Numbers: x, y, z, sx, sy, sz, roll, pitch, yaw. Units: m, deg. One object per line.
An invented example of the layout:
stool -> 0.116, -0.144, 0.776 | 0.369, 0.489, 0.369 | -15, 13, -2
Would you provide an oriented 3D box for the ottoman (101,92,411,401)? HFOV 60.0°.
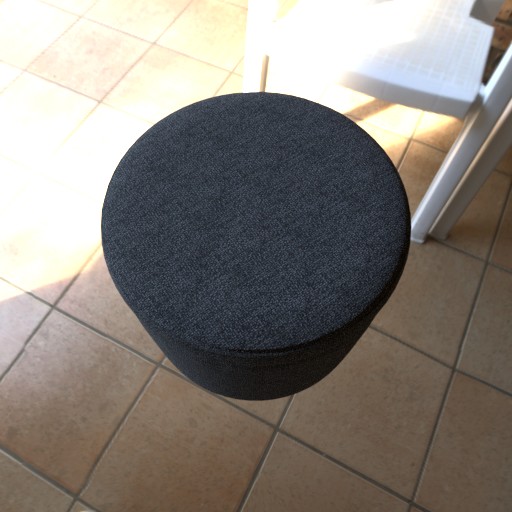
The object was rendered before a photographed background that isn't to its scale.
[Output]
ottoman -> 0.000, 0.000, 0.907 | 0.520, 0.430, 0.520 | 0, 64, 0
